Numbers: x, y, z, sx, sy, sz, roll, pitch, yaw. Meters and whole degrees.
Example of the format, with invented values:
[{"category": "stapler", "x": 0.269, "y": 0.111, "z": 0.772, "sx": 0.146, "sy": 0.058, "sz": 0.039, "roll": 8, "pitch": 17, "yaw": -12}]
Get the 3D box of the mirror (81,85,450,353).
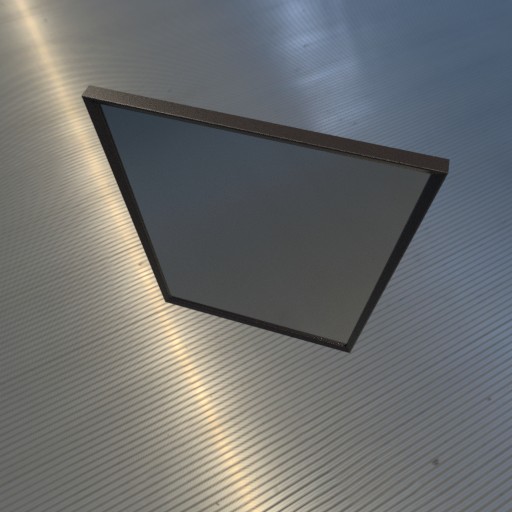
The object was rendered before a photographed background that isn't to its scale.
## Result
[{"category": "mirror", "x": 0.000, "y": 0.000, "z": 1.328, "sx": 0.762, "sy": 1.016, "sz": 0.041, "roll": 14, "pitch": 60, "yaw": 8}]
